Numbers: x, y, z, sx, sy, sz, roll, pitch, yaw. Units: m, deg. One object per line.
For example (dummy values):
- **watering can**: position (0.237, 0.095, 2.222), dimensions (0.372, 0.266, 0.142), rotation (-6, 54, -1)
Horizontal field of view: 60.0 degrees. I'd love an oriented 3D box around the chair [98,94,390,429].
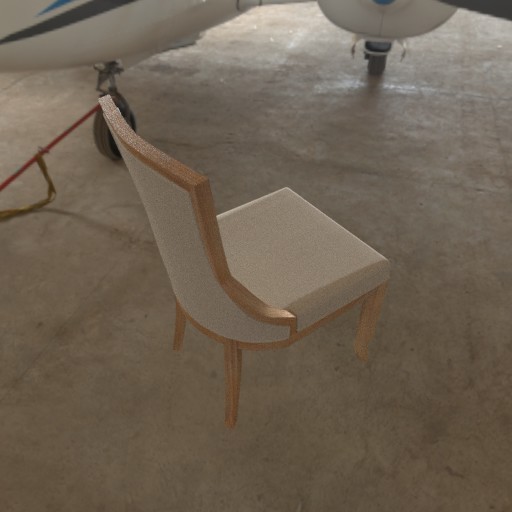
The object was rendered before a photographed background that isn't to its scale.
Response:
- **chair**: position (0.000, 0.000, 1.322), dimensions (0.641, 0.947, 0.524), rotation (-25, 47, -26)
